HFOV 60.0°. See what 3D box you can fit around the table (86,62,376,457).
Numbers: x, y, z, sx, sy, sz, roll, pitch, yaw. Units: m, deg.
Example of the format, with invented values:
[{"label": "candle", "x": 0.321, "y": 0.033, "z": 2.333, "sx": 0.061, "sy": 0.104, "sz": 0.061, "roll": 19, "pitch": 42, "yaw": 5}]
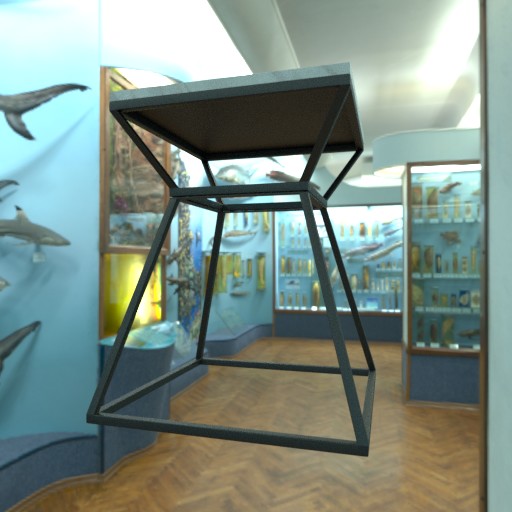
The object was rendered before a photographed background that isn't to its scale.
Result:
[{"label": "table", "x": 0.000, "y": 0.000, "z": 0.892, "sx": 0.455, "sy": 0.559, "sz": 0.455, "roll": 0, "pitch": -1, "yaw": 16}]
